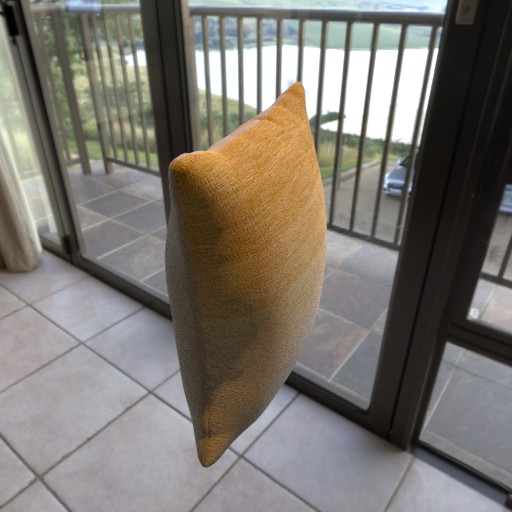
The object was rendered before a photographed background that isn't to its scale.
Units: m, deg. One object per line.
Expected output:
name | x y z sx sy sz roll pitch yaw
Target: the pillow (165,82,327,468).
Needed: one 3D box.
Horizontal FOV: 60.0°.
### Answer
pillow | 0.000 0.000 0.691 0.211 0.450 0.450 10 33 16
